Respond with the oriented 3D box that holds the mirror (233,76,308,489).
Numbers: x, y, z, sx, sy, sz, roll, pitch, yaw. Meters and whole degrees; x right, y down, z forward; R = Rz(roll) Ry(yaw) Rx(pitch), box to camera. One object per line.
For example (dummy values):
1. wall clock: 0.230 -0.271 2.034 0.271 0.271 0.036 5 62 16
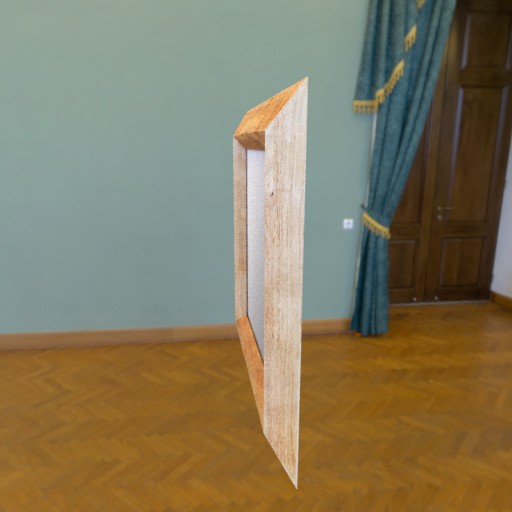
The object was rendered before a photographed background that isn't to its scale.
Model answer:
1. mirror: 0.000 0.000 0.975 0.047 0.651 0.651 -2 14 -8
